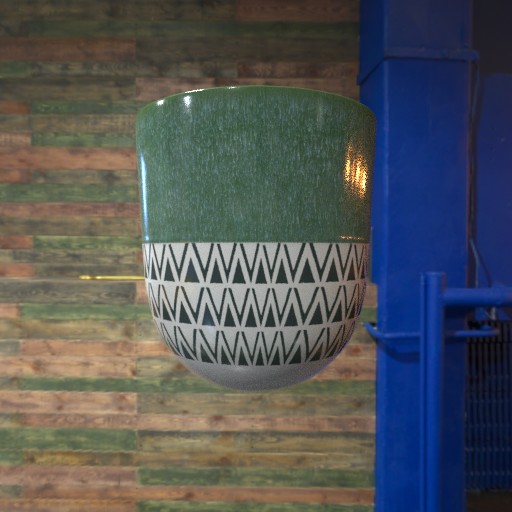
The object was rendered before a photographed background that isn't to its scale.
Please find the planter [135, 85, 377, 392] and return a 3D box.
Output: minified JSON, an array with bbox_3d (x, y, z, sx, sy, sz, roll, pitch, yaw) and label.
[{"bbox_3d":[0.000,0.000,0.372,0.195,0.214,0.195,0,1,0],"label":"planter"}]
